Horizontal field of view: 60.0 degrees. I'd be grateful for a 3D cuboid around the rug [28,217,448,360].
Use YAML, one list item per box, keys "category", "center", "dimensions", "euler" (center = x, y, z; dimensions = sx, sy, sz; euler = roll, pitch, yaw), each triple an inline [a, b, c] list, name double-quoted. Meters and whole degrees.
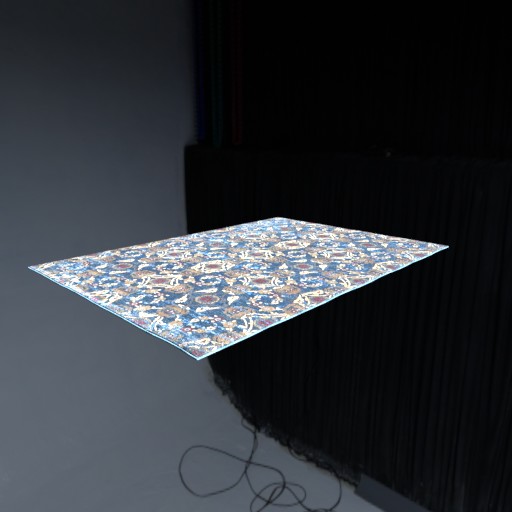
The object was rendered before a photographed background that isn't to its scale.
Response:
- category: "rug"
  center: [0.000, 0.000, 2.820]
  dimensions: [1.567, 0.014, 2.207]
  euler: [14, 21, 42]
